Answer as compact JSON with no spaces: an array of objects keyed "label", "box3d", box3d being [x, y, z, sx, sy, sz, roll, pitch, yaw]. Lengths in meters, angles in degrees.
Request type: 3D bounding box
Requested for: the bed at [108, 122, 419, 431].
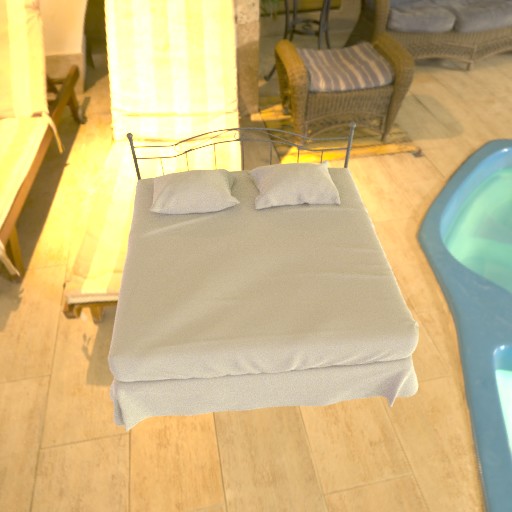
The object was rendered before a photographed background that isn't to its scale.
[{"label":"bed","box3d":[0.000,0.000,3.532,2.309,1.080,2.220,-4,45,-4]}]
